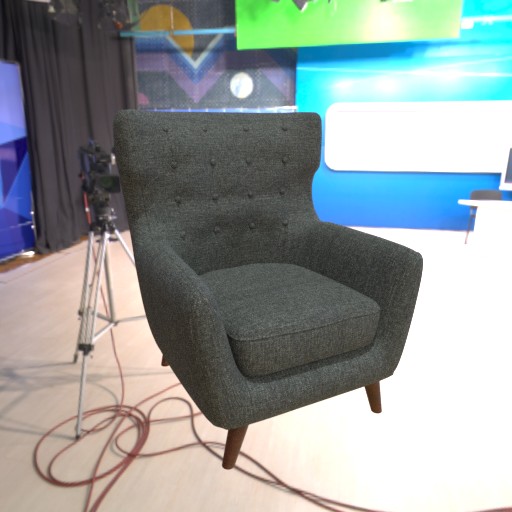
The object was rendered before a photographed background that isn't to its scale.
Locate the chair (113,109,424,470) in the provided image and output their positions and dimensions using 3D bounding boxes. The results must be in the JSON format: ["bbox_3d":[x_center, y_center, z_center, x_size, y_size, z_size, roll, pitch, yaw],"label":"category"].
[{"bbox_3d":[0.000,0.000,1.686,0.878,1.063,0.904,-8,18,-26],"label":"chair"}]
